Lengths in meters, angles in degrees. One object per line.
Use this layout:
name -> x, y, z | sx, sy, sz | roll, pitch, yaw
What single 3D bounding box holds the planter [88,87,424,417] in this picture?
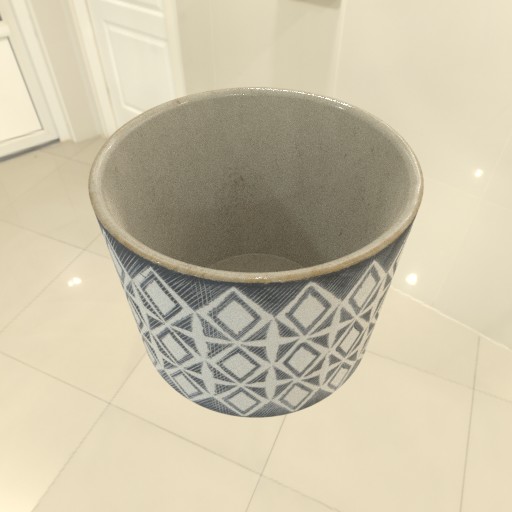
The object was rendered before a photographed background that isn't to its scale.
planter -> 0.000, 0.000, 0.321 | 0.192, 0.165, 0.192 | 0, 46, 0
